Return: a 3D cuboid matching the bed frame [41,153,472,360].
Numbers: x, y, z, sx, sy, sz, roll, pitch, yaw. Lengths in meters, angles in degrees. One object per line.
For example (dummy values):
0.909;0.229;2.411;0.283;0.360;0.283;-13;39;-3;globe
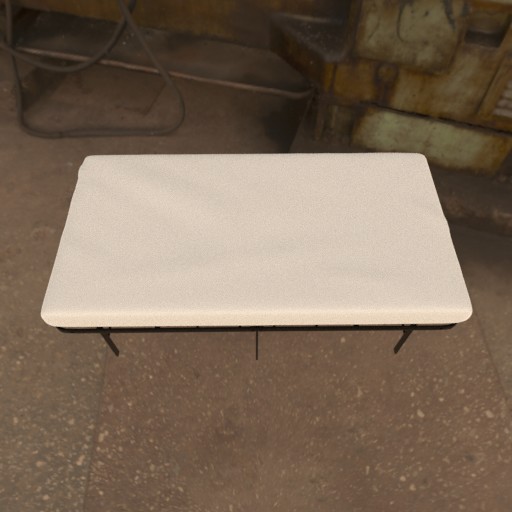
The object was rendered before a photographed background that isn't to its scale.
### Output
0.000;0.000;2.395;1.903;0.619;0.989;0;56;0;bed frame
